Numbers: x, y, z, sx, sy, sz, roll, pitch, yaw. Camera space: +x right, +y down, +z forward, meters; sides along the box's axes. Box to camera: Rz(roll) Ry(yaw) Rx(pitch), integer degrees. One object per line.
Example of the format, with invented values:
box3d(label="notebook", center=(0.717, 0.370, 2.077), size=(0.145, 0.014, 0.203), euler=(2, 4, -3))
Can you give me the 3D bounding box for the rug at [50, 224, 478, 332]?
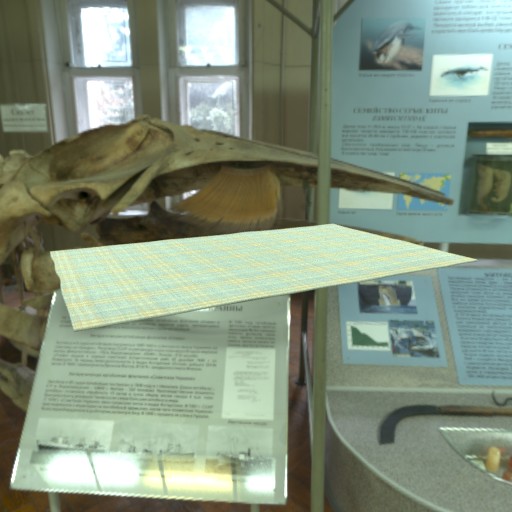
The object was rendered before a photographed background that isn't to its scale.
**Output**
box3d(label="rug", center=(0.000, 0.000, 2.992), size=(2.460, 0.016, 1.545), euler=(-7, 16, -27))
